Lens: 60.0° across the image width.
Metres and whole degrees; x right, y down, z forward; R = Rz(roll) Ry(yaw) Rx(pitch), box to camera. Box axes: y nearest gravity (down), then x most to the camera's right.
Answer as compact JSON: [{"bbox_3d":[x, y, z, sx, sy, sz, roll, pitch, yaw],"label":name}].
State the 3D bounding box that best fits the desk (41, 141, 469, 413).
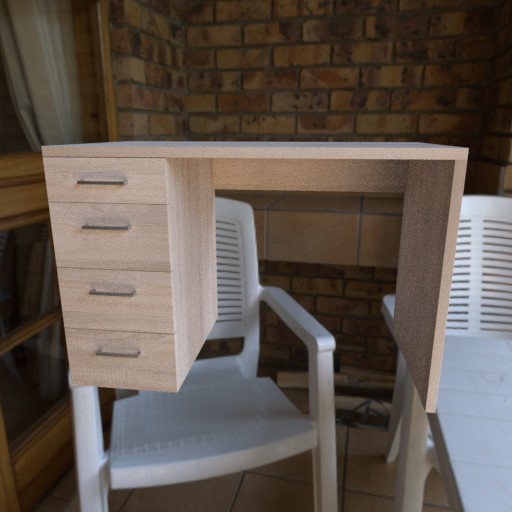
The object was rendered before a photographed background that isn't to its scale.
[{"bbox_3d":[0.000,0.000,1.492,1.100,0.731,0.600,2,16,7],"label":"desk"}]
